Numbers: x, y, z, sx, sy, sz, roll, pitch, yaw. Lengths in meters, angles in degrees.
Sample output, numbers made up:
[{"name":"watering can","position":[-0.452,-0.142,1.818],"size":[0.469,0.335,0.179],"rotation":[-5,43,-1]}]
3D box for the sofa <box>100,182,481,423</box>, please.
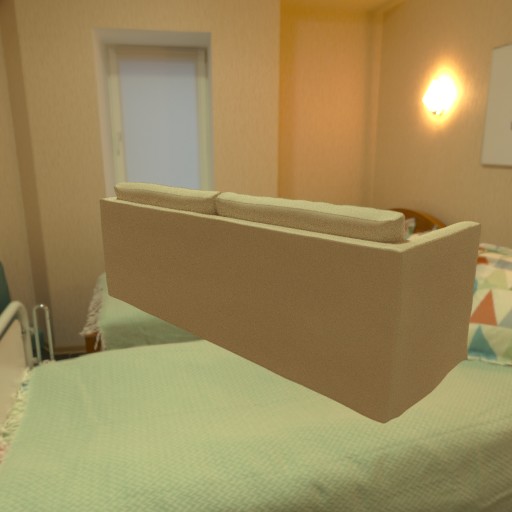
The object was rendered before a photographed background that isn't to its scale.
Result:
[{"name":"sofa","position":[0.000,0.000,3.246],"size":[2.779,0.999,1.036],"rotation":[13,19,43]}]
